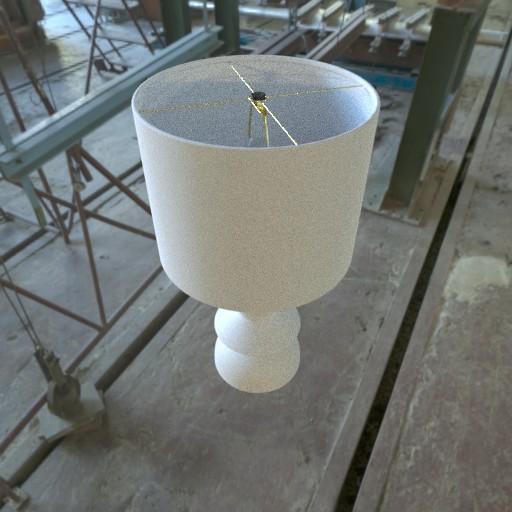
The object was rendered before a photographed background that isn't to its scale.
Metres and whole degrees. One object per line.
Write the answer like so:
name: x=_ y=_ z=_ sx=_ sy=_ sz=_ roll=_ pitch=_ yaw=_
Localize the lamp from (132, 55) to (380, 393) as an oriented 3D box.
lamp: x=0.000 y=0.000 z=0.720 sx=0.301 sy=0.533 sz=0.301 roll=-12 pitch=42 yaw=-13
